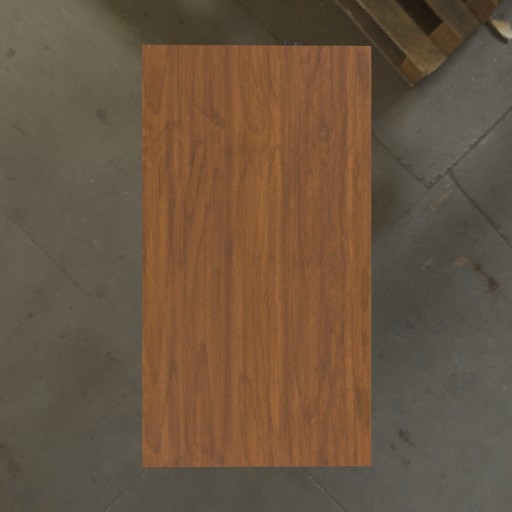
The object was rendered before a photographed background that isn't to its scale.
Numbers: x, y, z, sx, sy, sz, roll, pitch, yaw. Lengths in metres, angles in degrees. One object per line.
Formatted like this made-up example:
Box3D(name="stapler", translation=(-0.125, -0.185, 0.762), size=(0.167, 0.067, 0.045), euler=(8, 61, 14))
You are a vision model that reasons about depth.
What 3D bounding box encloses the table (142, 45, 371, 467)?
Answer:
Box3D(name="table", translation=(0.000, 0.000, 1.318), size=(0.574, 0.414, 1.057), euler=(0, 90, -1))
